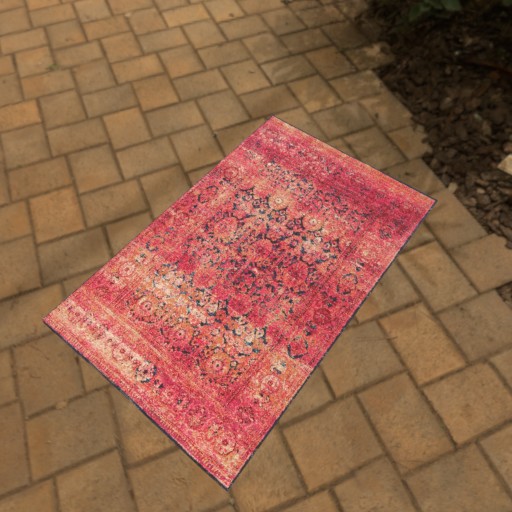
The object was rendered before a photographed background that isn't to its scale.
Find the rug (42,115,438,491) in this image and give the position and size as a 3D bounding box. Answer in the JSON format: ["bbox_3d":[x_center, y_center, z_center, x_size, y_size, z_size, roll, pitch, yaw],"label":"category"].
[{"bbox_3d":[0.000,0.000,3.050,1.539,0.018,2.449,34,64,19],"label":"rug"}]
